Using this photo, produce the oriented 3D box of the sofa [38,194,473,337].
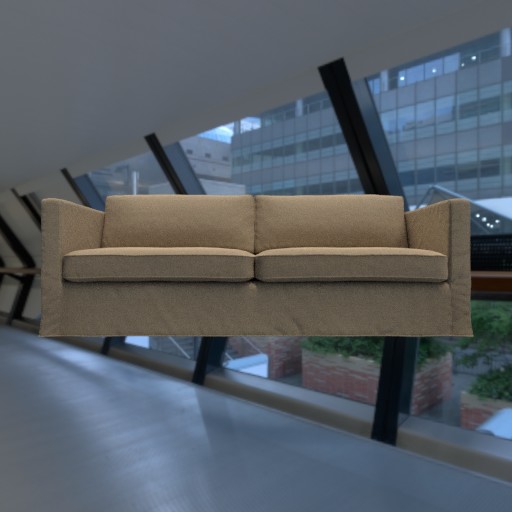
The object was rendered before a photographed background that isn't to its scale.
[{"bbox_3d":[0.000,0.000,2.779,2.312,0.853,0.962,0,0,0],"label":"sofa"}]
